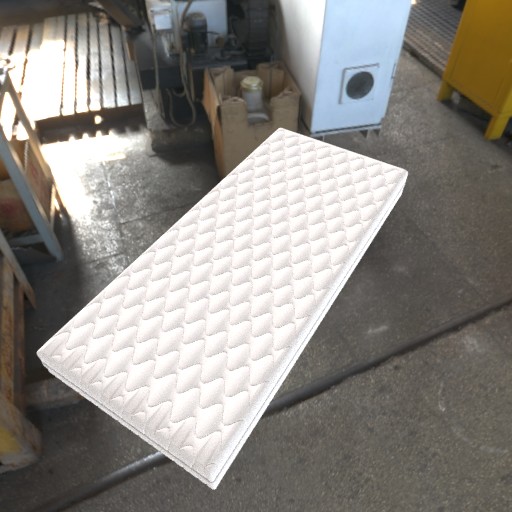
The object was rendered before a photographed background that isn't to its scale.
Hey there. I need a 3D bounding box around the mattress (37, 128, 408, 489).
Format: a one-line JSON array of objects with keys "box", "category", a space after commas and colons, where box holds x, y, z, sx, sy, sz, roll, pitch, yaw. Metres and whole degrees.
[{"box": [0.000, 0.000, 2.286, 0.900, 0.200, 2.000, 25, 53, 21], "category": "mattress"}]
